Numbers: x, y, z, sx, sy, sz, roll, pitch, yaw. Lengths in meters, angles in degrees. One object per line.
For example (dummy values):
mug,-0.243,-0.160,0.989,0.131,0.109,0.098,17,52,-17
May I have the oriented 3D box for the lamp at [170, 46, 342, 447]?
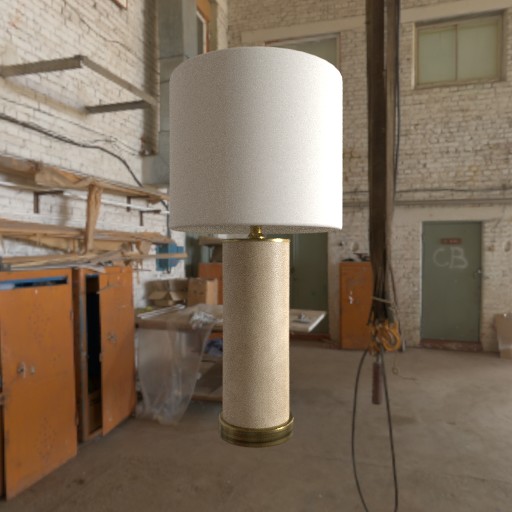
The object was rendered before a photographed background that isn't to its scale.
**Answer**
lamp,0.000,0.000,0.799,0.305,0.634,0.305,0,0,-37
